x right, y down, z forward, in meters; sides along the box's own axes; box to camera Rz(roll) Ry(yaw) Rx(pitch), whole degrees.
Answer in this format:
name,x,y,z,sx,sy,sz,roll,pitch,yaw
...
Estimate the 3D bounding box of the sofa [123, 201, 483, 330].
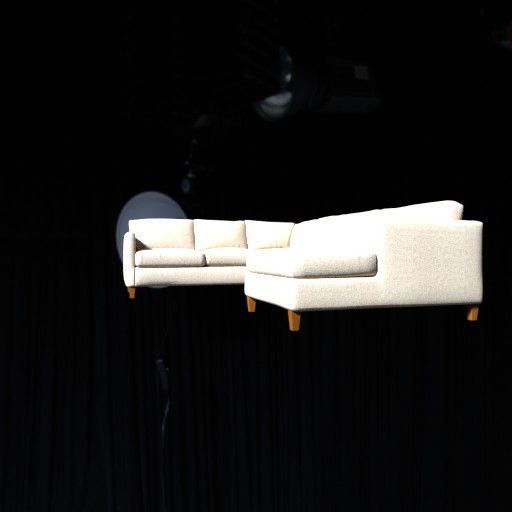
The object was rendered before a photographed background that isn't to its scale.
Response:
name,x,y,z,sx,sy,sz,roll,pitch,yaw
sofa,0.000,0.000,4.597,2.594,0.961,3.460,0,0,-18
